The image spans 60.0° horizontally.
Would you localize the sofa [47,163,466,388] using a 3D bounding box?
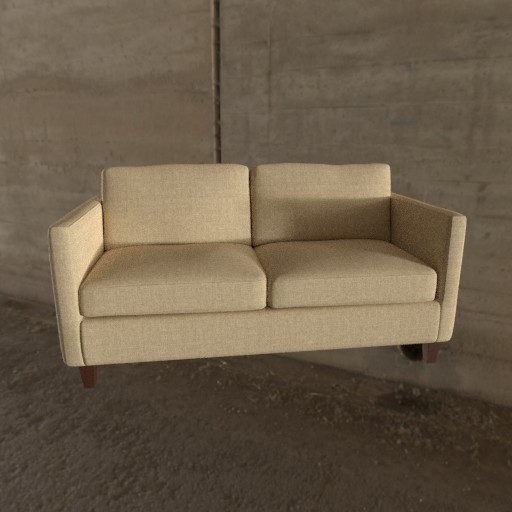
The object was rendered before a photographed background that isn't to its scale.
[{"bbox_3d":[0.000,0.000,2.423,1.884,0.963,0.950,-2,16,-8],"label":"sofa"}]
